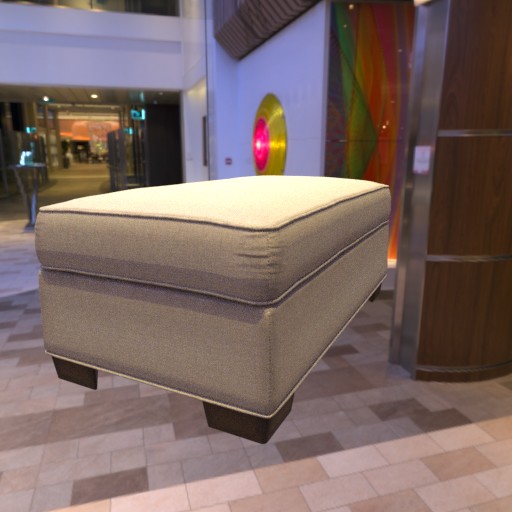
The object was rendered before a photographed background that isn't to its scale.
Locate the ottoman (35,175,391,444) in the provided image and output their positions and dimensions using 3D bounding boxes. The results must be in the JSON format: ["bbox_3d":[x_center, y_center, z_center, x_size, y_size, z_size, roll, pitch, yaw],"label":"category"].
[{"bbox_3d":[0.000,0.000,1.376,0.617,0.461,1.097,7,15,26],"label":"ottoman"}]
